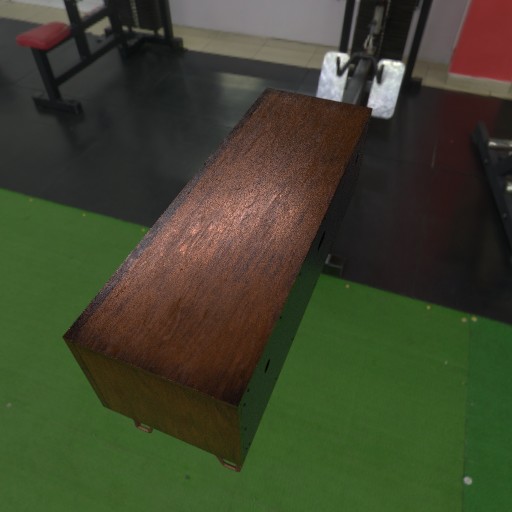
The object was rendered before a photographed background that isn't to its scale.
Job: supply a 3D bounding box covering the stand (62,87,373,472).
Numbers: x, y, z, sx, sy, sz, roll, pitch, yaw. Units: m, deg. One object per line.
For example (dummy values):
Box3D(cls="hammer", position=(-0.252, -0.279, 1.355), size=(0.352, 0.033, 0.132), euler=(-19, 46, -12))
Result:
Box3D(cls="stand", position=(0.000, 0.000, 1.676), size=(0.481, 0.610, 1.372), euler=(17, 50, 15))
